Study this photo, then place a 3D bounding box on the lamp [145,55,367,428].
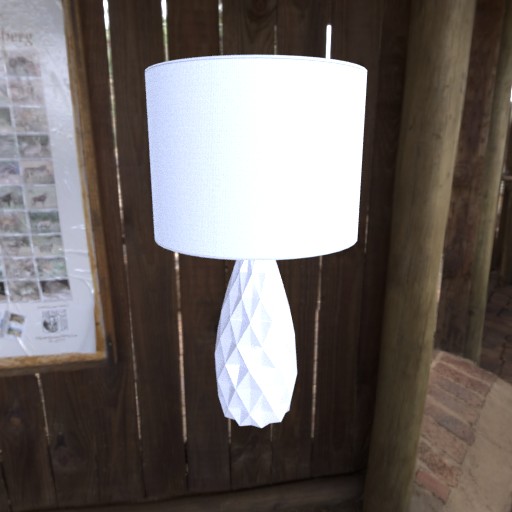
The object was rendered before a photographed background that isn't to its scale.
[{"bbox_3d":[0.000,0.000,0.673,0.297,0.522,0.297,0,15,0],"label":"lamp"}]
